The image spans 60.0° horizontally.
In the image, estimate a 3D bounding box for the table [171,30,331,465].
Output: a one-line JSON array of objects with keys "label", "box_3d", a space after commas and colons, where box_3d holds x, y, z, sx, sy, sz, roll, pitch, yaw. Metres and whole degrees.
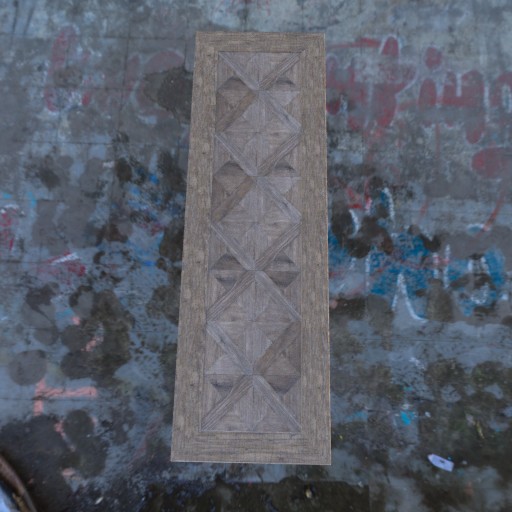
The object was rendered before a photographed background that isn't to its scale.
[{"label": "table", "box_3d": [0.000, 0.000, 1.850, 0.450, 0.930, 1.400, 1, 77, 0]}]
